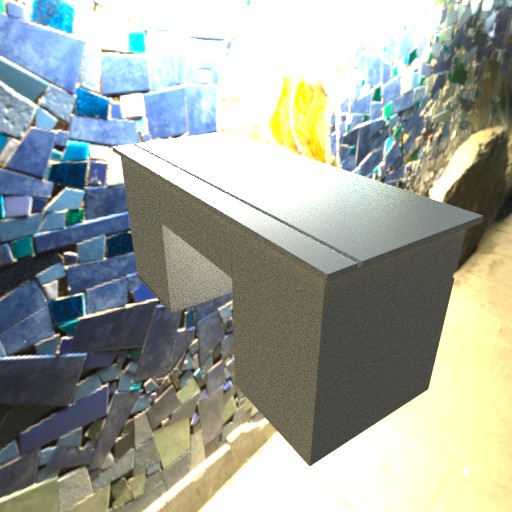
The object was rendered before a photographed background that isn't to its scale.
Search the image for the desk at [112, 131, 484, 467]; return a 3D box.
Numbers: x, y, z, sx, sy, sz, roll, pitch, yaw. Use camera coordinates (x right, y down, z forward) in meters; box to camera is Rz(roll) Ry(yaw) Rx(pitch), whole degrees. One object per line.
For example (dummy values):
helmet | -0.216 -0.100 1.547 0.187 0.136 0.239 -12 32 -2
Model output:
desk | 0.000 0.000 1.991 0.670 0.760 1.580 -17 32 -30
